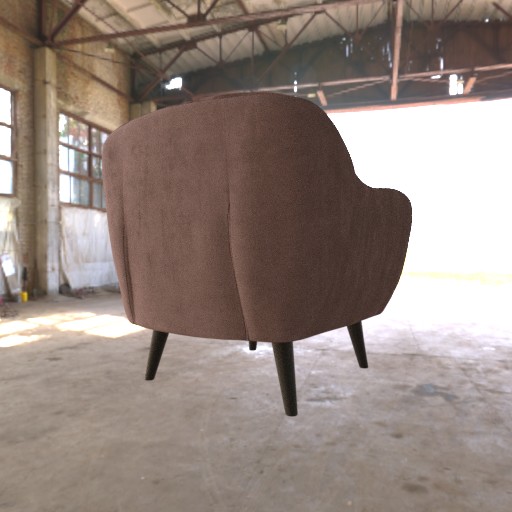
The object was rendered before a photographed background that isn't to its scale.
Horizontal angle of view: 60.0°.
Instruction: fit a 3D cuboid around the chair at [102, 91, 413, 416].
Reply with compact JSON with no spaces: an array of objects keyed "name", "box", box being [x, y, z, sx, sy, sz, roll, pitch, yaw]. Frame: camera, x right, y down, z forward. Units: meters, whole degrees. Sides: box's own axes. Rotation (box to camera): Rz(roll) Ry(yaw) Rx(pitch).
[{"name":"chair","box":[0.000,0.000,1.497,0.840,0.820,0.820,0,1,35]}]
